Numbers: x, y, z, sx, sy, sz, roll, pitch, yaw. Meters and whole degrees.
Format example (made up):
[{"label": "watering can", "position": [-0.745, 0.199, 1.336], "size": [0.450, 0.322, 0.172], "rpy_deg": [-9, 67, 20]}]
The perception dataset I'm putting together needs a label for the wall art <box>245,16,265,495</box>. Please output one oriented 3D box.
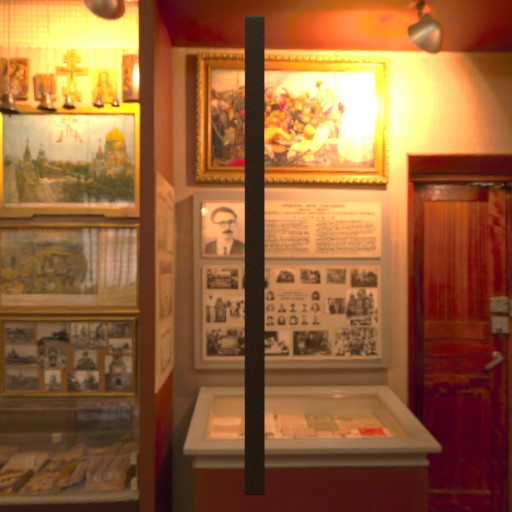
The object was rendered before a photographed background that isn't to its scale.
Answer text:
[{"label": "wall art", "position": [0.000, 0.000, 0.686], "size": [0.021, 0.509, 0.430], "rpy_deg": [0, 0, 0]}]
